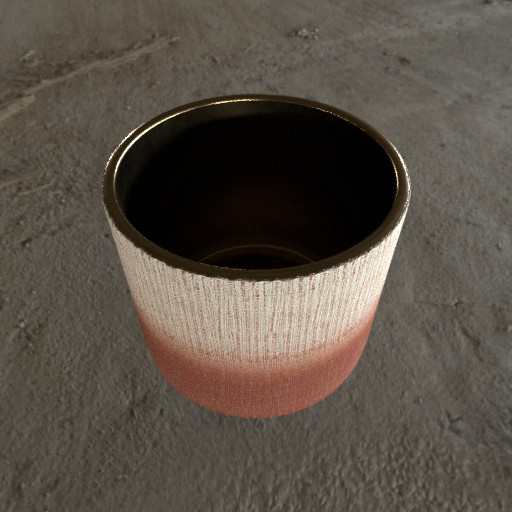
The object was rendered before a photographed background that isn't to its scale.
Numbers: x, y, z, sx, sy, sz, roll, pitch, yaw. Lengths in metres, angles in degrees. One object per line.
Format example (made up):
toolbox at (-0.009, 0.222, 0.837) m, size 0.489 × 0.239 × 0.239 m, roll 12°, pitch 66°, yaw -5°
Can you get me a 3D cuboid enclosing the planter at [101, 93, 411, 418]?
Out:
planter at (0.000, 0.000, 0.445) m, size 0.254 × 0.221 × 0.254 m, roll 0°, pitch 47°, yaw 0°
